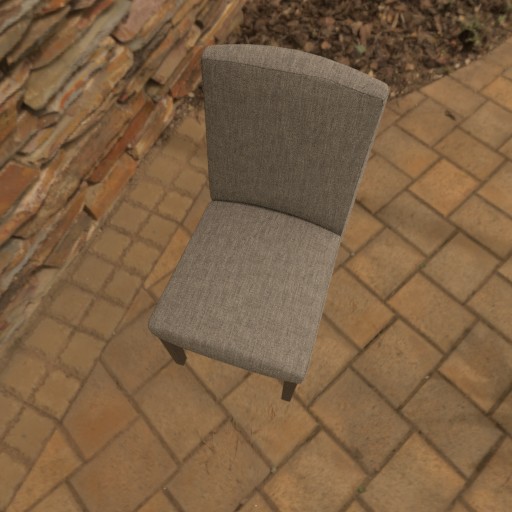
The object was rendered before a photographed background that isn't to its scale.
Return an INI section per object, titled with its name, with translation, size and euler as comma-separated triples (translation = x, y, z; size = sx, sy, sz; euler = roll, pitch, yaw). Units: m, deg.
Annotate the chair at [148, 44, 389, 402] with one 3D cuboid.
[chair]
translation = 0.000, 0.000, 1.252
size = 0.451, 0.917, 0.580
euler = 16, 62, 9
